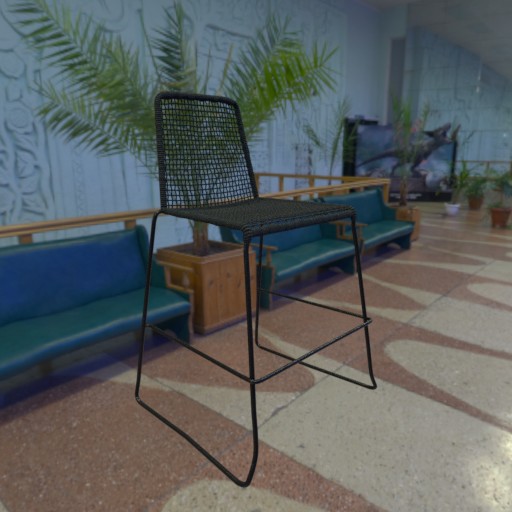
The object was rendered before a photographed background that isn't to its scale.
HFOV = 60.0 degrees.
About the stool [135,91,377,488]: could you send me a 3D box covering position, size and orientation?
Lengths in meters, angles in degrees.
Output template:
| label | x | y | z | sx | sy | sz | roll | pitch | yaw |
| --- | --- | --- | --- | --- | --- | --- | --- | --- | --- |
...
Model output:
| label | x | y | z | sx | sy | sz | roll | pitch | yaw |
| --- | --- | --- | --- | --- | --- | --- | --- | --- | --- |
| stool | 0.000 | 0.000 | 1.259 | 0.509 | 0.905 | 0.590 | 13 | 19 | 42 |
